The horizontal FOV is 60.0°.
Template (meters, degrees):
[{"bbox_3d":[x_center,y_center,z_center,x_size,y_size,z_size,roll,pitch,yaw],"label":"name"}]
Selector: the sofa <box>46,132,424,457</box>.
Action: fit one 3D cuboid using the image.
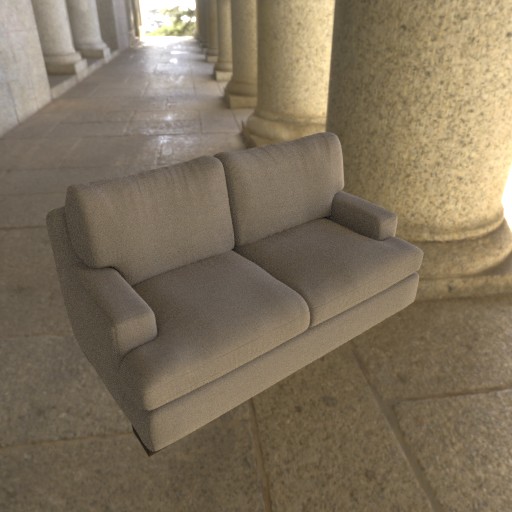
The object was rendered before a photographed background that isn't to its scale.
[{"bbox_3d":[0.000,0.000,2.410,1.855,0.980,0.962,-21,35,-32],"label":"sofa"}]
